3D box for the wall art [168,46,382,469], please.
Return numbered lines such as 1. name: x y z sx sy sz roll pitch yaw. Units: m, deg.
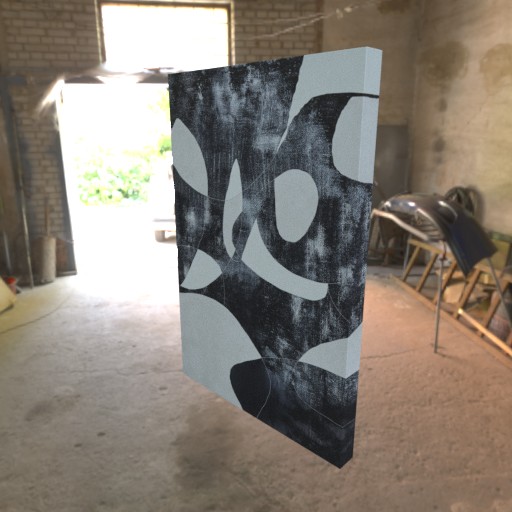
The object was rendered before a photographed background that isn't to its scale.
1. wall art: 0.000 0.000 0.762 0.407 0.610 0.039 15 22 42
